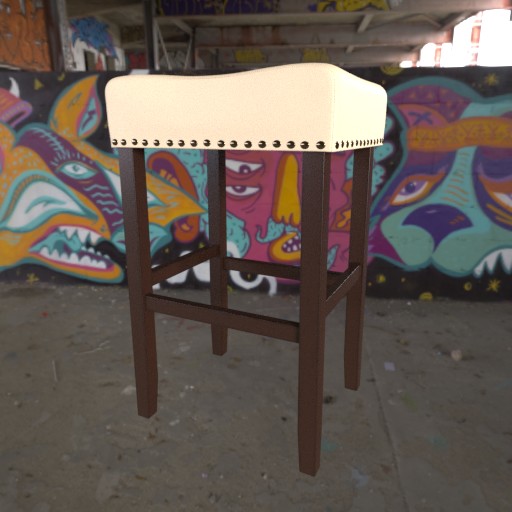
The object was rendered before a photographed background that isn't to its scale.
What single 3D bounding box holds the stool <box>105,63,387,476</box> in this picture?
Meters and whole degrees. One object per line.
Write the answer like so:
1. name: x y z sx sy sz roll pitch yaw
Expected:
1. stool: 0.000 0.000 1.024 0.471 0.762 0.401 8 17 25
